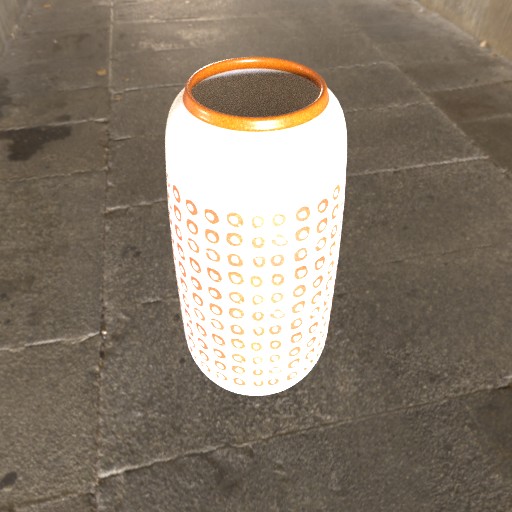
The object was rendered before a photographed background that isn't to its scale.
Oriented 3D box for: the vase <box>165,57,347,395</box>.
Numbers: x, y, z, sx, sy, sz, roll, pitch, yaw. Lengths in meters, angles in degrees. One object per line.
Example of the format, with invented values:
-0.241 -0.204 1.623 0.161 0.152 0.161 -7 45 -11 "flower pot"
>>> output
0.000 0.000 0.355 0.133 0.282 0.133 0 46 0 "vase"
